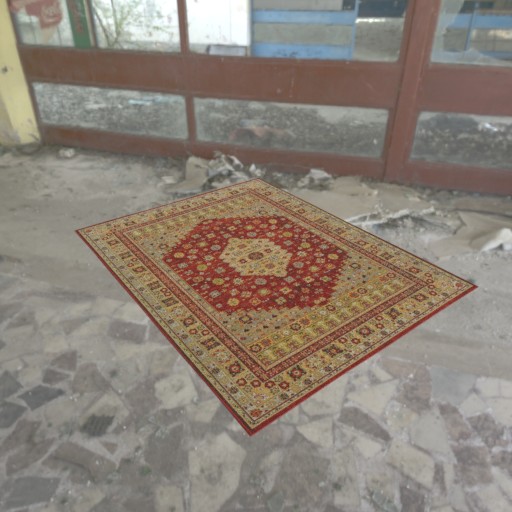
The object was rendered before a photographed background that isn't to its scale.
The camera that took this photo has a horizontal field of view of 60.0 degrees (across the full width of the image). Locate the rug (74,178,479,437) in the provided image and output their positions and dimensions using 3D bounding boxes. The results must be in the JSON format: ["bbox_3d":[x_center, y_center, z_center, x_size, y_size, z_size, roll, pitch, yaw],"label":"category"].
[{"bbox_3d":[0.000,0.000,4.141,2.387,0.013,3.053,-22,38,-31],"label":"rug"}]
